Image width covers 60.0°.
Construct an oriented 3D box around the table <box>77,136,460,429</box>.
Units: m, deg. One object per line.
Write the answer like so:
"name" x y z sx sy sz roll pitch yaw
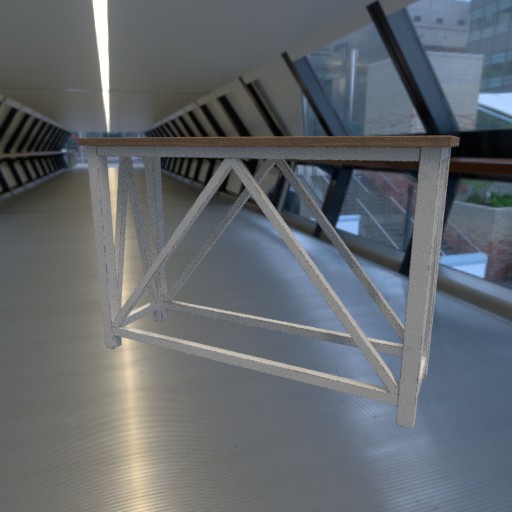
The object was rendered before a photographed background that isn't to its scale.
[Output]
"table" 0.000 0.000 1.805 1.400 0.930 0.450 7 16 26
